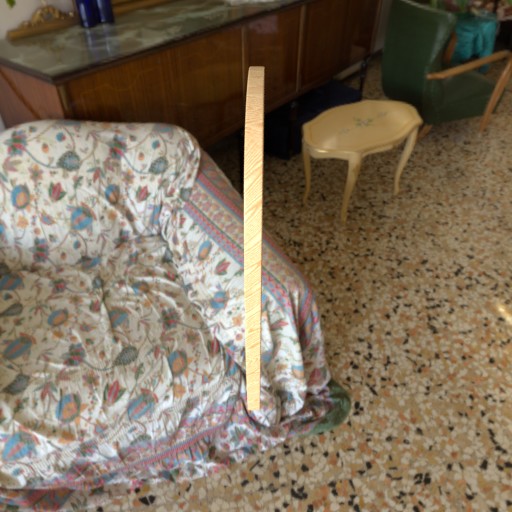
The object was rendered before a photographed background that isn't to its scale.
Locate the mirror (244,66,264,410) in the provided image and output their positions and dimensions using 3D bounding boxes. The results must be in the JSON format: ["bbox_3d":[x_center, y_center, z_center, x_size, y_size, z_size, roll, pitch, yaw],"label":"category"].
[{"bbox_3d":[0.000,0.000,1.365,0.037,1.075,0.724,1,41,1],"label":"mirror"}]
